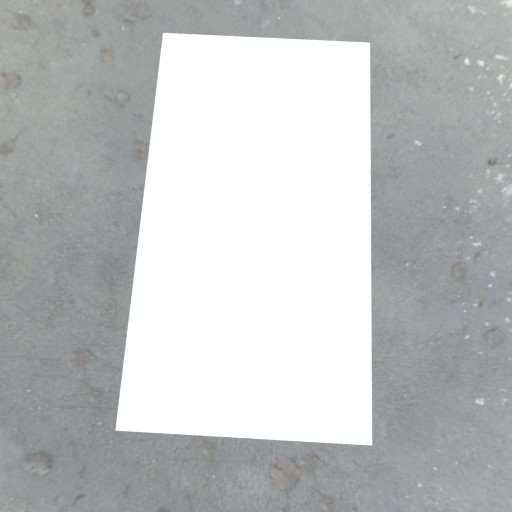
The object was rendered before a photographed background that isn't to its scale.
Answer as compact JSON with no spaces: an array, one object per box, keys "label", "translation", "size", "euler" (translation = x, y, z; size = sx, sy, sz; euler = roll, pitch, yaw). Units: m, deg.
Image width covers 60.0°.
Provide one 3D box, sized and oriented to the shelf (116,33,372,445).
[{"label":"shelf","translation":[0.000,0.000,1.326],"size":[0.498,0.750,0.902],"euler":[3,77,1]}]
